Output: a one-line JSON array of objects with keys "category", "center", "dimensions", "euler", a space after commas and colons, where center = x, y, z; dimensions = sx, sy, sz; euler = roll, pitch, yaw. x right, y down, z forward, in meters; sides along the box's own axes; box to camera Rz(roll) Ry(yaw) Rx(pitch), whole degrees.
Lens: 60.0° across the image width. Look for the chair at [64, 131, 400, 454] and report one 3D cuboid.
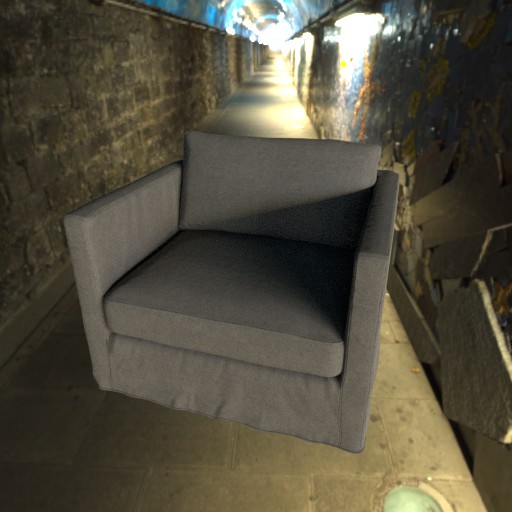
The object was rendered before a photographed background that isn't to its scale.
[{"category": "chair", "center": [0.000, 0.000, 1.787], "dimensions": [1.057, 0.863, 0.949], "euler": [8, 27, 16]}]
